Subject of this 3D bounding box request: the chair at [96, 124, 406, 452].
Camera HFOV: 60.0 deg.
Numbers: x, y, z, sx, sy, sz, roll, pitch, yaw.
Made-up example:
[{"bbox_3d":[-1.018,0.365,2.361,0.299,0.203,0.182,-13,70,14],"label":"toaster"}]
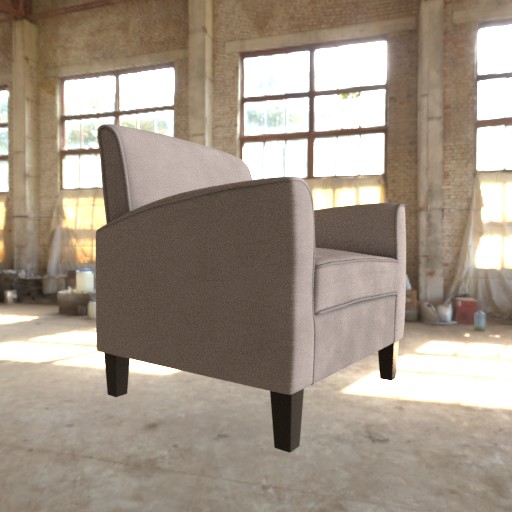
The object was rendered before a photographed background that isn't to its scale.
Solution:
[{"bbox_3d":[0.000,0.000,1.562,0.821,0.915,0.820,1,1,36],"label":"chair"}]
